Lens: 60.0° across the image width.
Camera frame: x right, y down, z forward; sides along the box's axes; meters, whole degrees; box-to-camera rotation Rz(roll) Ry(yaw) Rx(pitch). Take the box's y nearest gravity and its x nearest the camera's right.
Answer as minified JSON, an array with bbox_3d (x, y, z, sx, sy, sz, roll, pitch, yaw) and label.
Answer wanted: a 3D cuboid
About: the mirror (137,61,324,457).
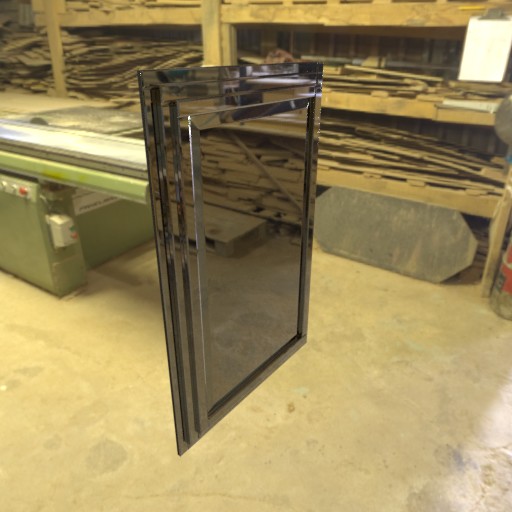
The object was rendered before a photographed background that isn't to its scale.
[{"bbox_3d":[0.000,0.000,1.153,0.039,0.914,0.613,18,31,34],"label":"mirror"}]
